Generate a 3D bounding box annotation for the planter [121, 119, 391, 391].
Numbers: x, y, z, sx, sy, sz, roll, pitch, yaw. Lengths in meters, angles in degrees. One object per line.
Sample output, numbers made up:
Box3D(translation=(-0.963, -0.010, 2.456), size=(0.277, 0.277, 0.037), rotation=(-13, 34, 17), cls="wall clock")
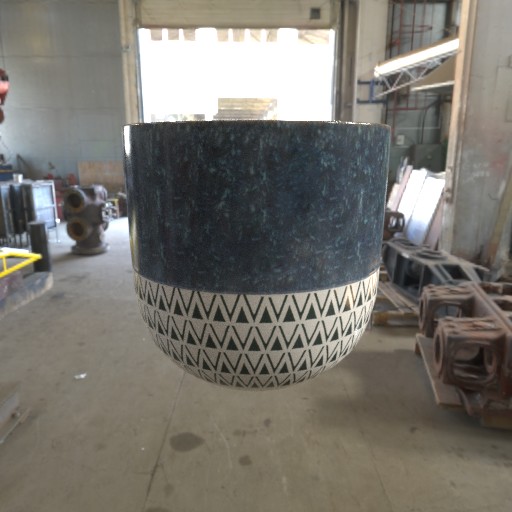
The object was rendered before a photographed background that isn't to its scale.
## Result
Box3D(translation=(0.000, 0.000, 0.485), size=(0.266, 0.270, 0.266), rotation=(0, 14, 0), cls="planter")
